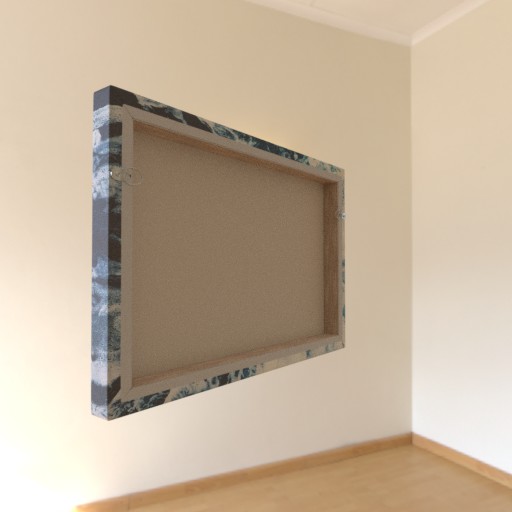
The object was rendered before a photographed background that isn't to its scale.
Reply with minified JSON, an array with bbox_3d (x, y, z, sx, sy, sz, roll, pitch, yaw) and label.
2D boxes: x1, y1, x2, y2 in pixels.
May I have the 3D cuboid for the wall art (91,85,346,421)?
[{"bbox_3d":[0.000,0.000,0.781,0.043,0.407,0.609,-1,-2,39],"label":"wall art"}]
